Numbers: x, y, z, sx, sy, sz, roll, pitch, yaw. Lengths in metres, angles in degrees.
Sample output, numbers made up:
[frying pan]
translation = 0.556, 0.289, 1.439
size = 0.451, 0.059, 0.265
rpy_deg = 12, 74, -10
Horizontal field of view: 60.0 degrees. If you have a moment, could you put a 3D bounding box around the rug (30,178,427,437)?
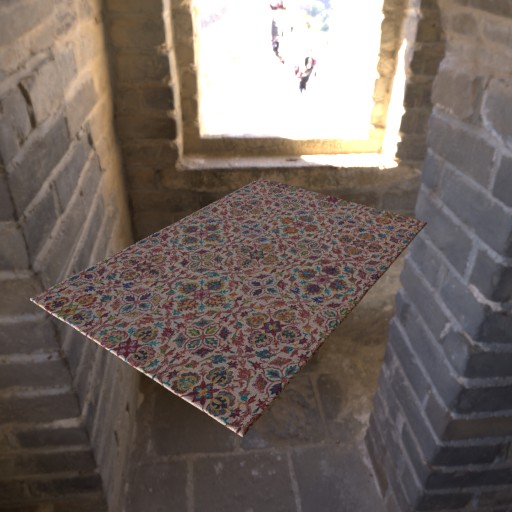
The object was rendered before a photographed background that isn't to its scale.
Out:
[rug]
translation = 0.000, 0.000, 2.947
size = 1.541, 0.018, 2.297
rpy_deg = 21, 37, 30
